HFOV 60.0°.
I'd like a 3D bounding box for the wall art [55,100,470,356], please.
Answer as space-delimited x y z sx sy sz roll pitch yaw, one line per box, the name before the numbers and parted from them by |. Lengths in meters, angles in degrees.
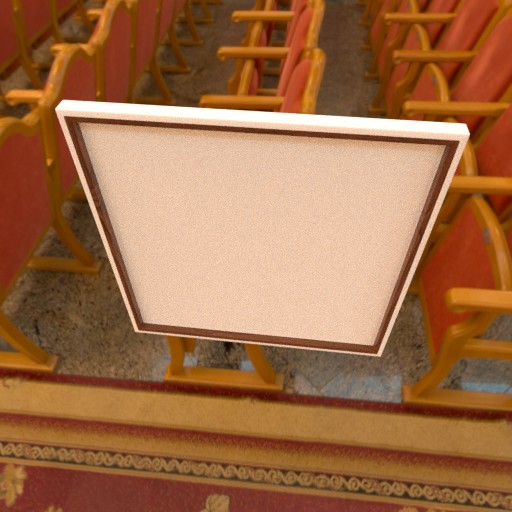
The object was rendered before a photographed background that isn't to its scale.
wall art | 0.000 0.000 1.092 0.757 0.757 0.037 5 47 4
